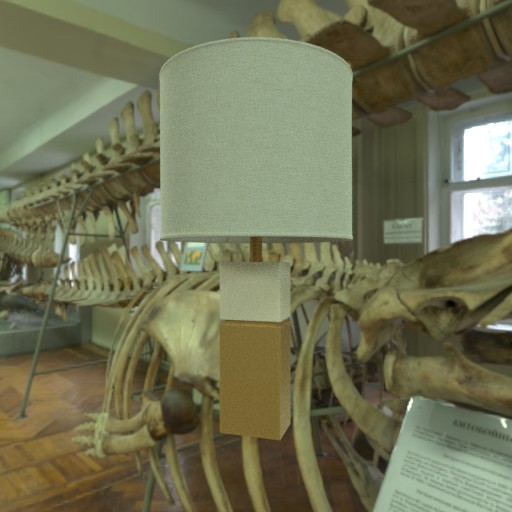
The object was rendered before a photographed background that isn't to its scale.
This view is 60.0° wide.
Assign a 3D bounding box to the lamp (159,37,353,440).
[{"bbox_3d":[0.000,0.000,0.536,0.229,0.417,0.229,0,0,17],"label":"lamp"}]
